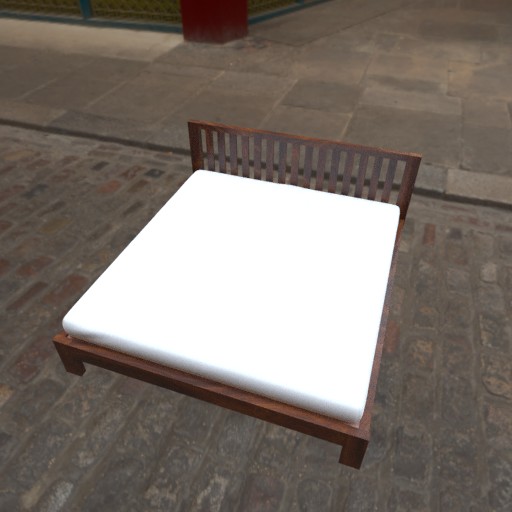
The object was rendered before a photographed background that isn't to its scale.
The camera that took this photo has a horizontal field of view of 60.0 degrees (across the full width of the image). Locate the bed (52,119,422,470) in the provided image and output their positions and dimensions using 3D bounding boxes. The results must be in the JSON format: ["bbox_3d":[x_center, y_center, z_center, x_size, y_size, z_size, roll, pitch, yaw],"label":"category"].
[{"bbox_3d":[0.000,0.000,3.093,1.905,0.890,2.030,13,42,15],"label":"bed"}]
